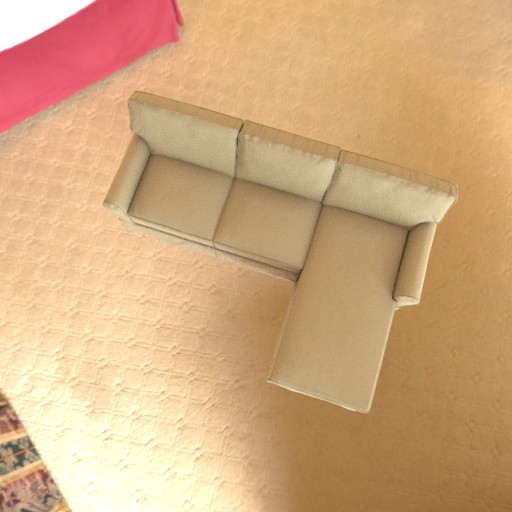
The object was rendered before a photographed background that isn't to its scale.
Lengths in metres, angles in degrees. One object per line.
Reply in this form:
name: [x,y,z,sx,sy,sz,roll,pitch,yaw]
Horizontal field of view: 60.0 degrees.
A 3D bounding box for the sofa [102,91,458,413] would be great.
sofa: [0.000,0.000,3.356,2.475,0.978,1.733,17,77,4]
